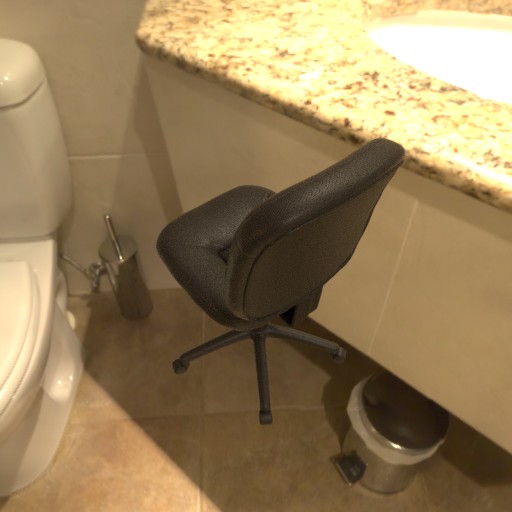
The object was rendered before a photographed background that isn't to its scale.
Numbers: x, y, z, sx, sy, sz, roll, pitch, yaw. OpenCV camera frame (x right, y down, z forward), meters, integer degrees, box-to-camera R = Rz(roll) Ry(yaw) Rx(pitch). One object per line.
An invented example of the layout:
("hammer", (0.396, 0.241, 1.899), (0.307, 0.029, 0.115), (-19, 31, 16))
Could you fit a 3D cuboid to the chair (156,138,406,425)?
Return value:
("chair", (0.000, 0.000, 1.375), (0.647, 0.959, 0.646), (-32, 55, -26))
